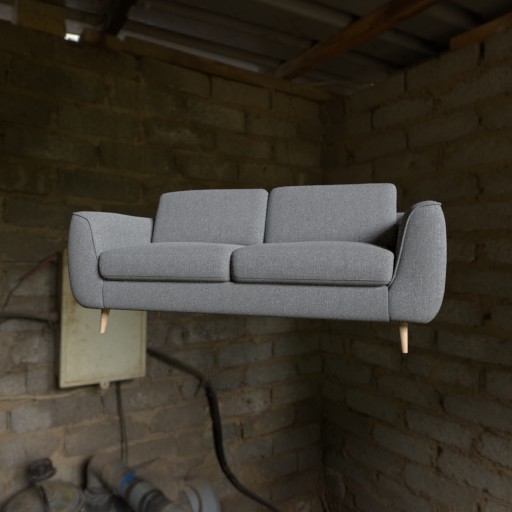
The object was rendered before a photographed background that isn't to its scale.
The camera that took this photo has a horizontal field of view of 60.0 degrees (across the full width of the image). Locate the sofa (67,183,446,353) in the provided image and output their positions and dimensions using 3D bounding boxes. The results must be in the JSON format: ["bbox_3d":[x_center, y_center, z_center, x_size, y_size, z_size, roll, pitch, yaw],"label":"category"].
[{"bbox_3d":[0.000,0.000,2.572,2.000,0.870,0.920,0,1,17],"label":"sofa"}]
